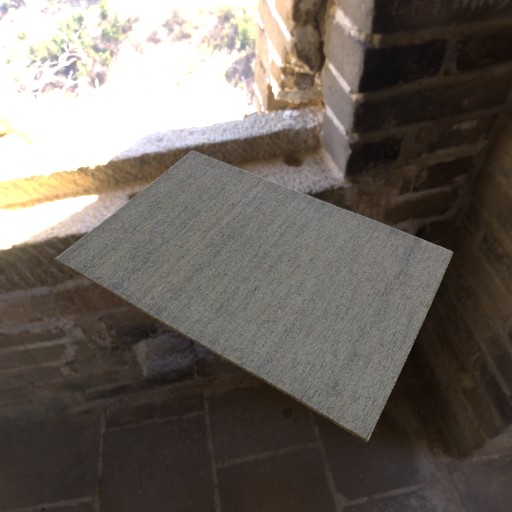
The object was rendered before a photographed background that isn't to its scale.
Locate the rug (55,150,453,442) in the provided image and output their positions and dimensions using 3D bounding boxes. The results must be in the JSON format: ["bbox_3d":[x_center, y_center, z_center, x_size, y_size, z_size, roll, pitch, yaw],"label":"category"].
[{"bbox_3d":[0.000,0.000,3.016,2.263,0.017,1.523,25,52,21],"label":"rug"}]
